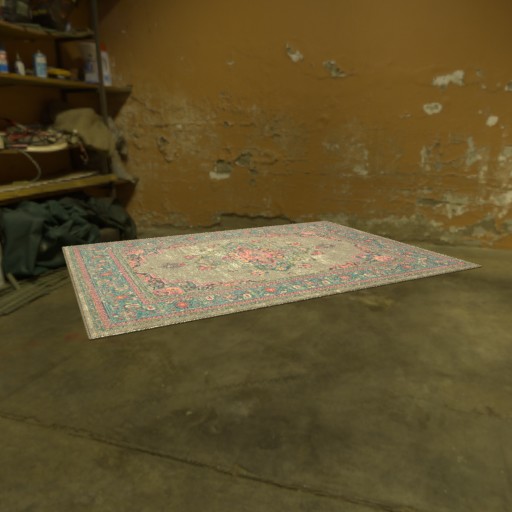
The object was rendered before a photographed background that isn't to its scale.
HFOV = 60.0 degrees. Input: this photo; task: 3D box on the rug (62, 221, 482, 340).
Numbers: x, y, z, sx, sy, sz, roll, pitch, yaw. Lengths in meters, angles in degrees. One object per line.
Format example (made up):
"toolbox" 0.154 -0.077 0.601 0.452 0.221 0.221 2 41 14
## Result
"rug" 0.000 0.000 2.854 2.214 0.013 1.609 -7 17 -25
